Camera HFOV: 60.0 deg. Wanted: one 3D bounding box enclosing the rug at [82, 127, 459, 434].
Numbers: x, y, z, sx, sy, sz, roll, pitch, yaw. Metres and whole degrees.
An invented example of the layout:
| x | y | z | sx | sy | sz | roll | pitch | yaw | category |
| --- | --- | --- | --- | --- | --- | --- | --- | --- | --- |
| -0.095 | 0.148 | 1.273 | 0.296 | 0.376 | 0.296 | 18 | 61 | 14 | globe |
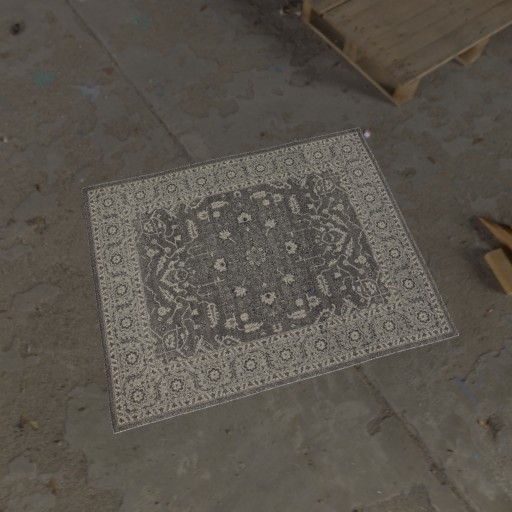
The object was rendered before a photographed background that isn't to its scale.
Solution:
| x | y | z | sx | sy | sz | roll | pitch | yaw | category |
| --- | --- | --- | --- | --- | --- | --- | --- | --- | --- |
| 0.000 | 0.000 | 4.249 | 3.069 | 0.026 | 2.451 | -14 | 65 | -7 | rug |
